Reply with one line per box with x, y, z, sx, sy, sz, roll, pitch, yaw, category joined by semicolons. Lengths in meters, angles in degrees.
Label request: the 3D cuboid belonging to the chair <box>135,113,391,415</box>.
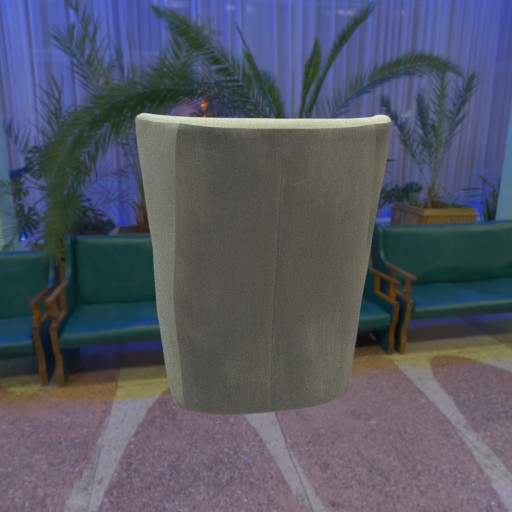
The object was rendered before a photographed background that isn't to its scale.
0.000;0.000;1.667;0.779;1.000;0.904;-2;15;-9;chair
